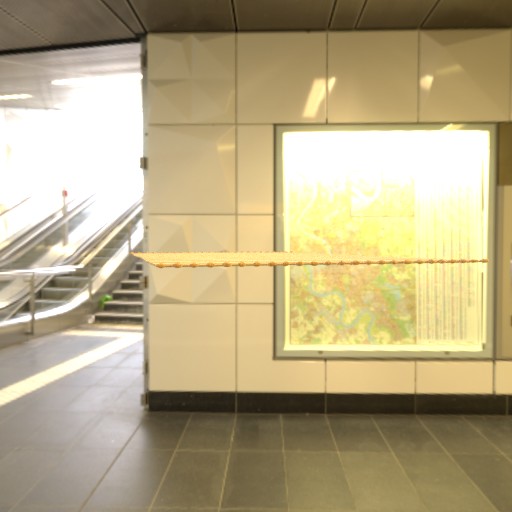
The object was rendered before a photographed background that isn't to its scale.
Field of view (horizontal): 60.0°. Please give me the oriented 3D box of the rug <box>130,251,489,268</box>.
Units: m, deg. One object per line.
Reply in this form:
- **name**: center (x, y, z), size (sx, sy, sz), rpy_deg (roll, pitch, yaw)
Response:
- **rug**: center (0.000, 0.000, 3.010), size (1.556, 0.022, 2.433), rpy_deg (-1, 2, -18)
